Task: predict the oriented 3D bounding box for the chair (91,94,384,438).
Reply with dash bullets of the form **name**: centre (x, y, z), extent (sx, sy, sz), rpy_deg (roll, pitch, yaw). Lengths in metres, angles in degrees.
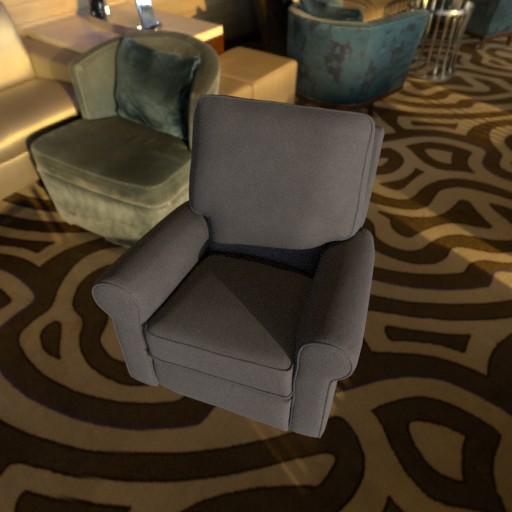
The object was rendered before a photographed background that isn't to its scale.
- **chair**: centre (0.000, 0.000, 1.685), extent (0.890, 0.961, 0.878), rpy_deg (13, 43, 14)
